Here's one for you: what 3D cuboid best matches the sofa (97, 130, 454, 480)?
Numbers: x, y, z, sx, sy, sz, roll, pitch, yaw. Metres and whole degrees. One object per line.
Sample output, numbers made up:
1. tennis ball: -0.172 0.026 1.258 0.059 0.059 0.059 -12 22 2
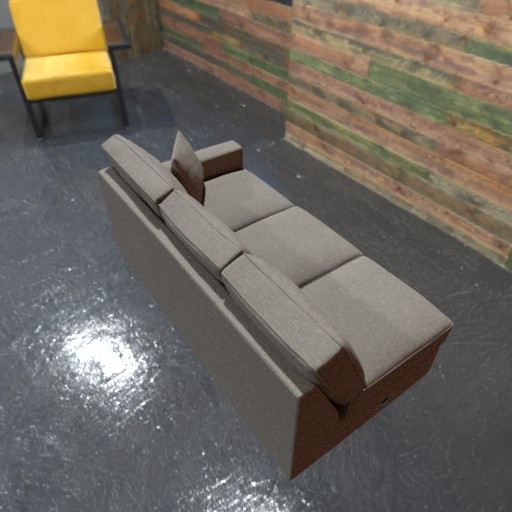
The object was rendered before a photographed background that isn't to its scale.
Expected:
1. sofa: 0.000 0.000 2.523 1.034 0.946 1.963 -26 48 -26
